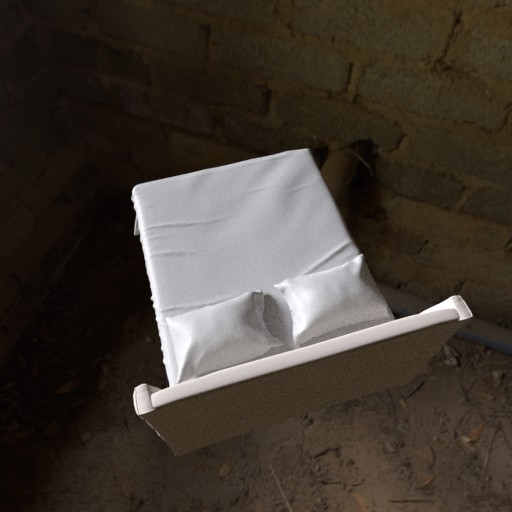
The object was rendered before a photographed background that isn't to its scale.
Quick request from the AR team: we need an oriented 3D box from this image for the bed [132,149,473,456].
[{"bbox_3d":[0.000,0.000,3.466,1.925,1.332,2.276,-14,59,-9],"label":"bed"}]
